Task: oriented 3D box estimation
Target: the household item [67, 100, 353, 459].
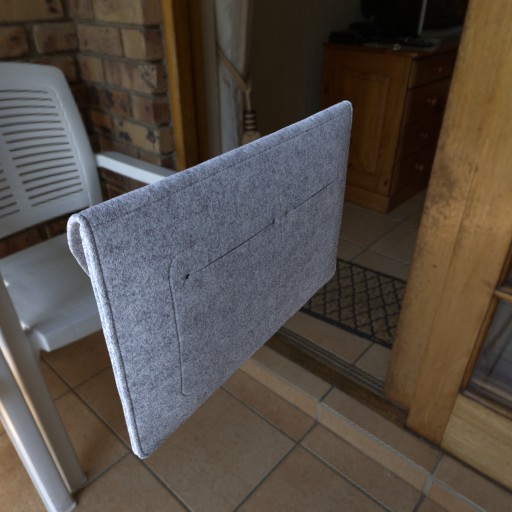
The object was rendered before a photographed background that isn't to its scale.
[{"bbox_3d":[0.000,0.000,0.416,0.057,0.221,0.335,21,38,30],"label":"household item"}]
